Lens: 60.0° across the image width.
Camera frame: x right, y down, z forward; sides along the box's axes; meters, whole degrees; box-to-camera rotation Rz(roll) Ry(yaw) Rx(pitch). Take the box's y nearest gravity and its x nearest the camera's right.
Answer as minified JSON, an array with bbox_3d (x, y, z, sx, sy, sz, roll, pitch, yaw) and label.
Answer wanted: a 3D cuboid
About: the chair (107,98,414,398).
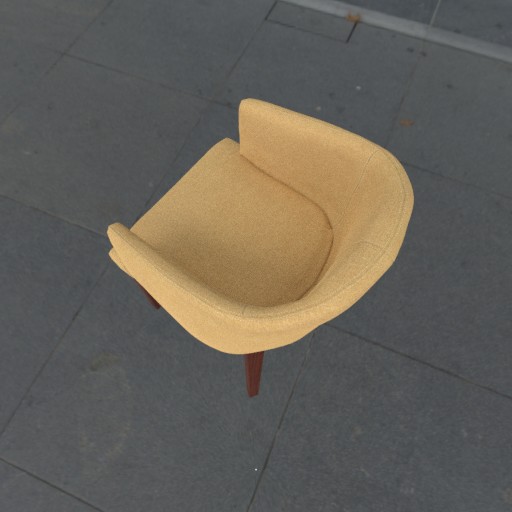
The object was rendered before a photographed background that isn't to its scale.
[{"bbox_3d":[0.000,0.000,1.272,0.655,0.811,0.583,35,69,15],"label":"chair"}]
